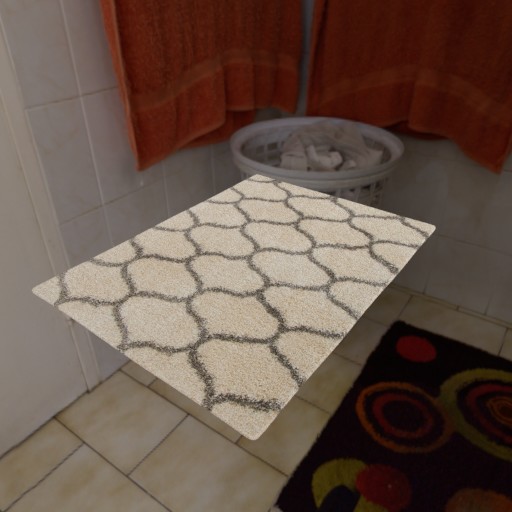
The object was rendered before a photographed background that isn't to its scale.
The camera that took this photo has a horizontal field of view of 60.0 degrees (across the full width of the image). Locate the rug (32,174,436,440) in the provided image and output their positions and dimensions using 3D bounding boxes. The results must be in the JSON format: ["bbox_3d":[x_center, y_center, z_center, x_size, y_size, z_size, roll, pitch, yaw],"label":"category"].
[{"bbox_3d":[0.000,0.000,2.122,1.200,0.025,1.600,22,39,30],"label":"rug"}]
